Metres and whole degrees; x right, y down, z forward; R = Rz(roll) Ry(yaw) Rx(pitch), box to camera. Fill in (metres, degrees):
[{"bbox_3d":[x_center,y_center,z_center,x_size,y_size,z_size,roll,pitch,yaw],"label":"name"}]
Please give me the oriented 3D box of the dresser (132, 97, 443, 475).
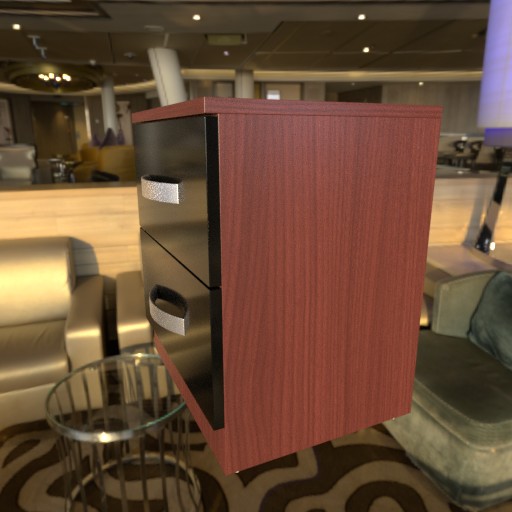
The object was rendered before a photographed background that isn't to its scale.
[{"bbox_3d":[0.000,0.000,0.751,0.360,0.470,0.400,-7,17,-24],"label":"dresser"}]
